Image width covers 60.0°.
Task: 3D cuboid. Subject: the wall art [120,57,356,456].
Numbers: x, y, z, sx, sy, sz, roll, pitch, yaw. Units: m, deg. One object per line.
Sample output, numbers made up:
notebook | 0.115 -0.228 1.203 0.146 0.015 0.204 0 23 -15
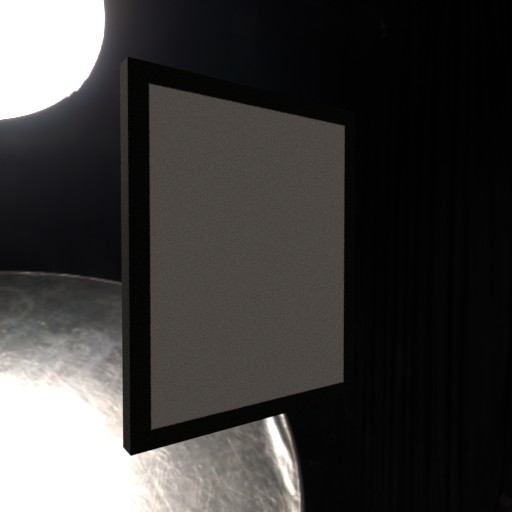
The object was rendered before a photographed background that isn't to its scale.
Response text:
wall art | 0.000 0.000 0.552 0.329 0.404 0.024 -1 2 -35
